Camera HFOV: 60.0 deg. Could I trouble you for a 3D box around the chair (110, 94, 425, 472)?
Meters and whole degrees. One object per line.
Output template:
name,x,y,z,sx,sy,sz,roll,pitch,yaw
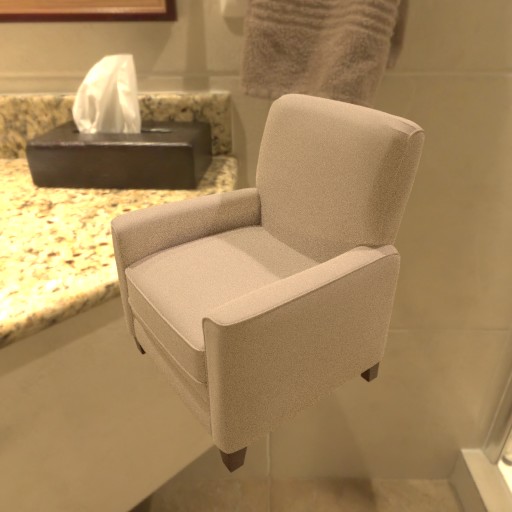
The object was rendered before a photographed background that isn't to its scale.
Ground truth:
chair,0.000,0.000,1.646,0.858,1.028,0.841,-20,35,-31
